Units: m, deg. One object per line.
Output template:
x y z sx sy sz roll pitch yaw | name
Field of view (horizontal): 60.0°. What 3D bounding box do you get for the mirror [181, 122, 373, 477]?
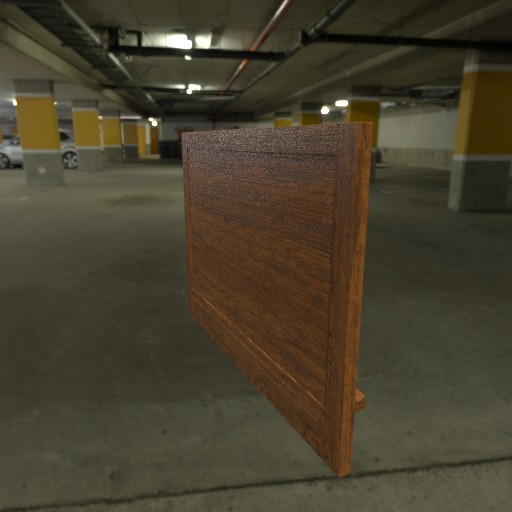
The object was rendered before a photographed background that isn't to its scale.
0.000 0.000 0.975 0.084 0.537 0.758 -7 16 -25 | mirror
